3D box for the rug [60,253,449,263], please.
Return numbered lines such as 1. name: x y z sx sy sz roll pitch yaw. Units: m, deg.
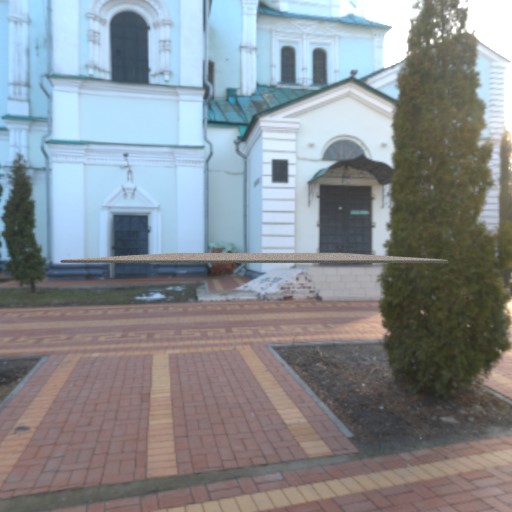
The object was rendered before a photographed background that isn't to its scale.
1. rug: 0.000 0.000 2.296 1.219 0.010 1.829 0 1 0
